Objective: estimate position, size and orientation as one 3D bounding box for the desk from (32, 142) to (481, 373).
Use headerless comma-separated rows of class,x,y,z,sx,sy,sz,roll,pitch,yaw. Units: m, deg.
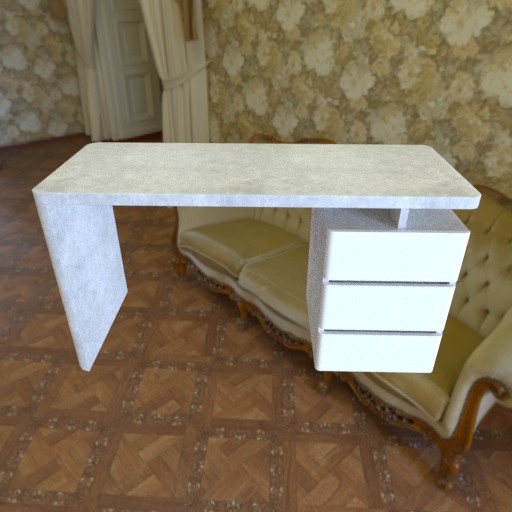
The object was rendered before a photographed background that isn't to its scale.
desk,0.000,0.000,1.779,1.400,0.755,0.550,1,30,1
